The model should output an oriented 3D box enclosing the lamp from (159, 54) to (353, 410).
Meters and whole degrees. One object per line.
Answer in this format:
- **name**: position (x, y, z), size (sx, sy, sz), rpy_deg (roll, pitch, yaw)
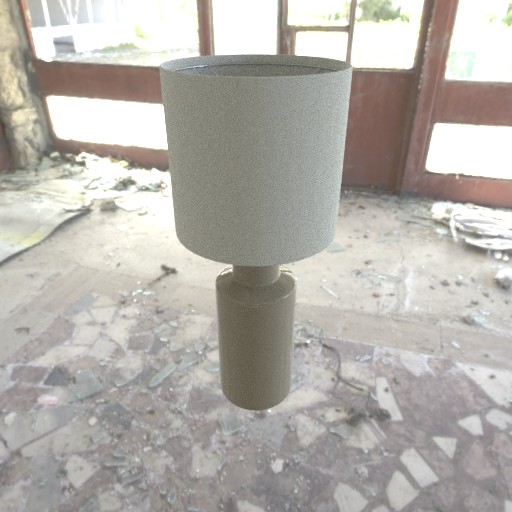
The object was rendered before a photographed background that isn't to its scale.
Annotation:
- **lamp**: position (0.000, 0.000, 0.615), size (0.212, 0.493, 0.212), rpy_deg (-21, 36, -32)
